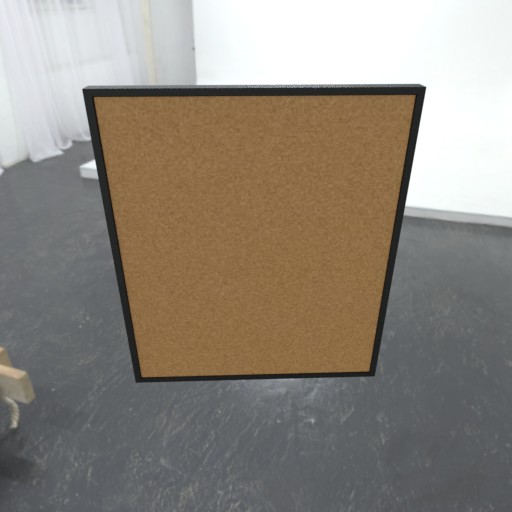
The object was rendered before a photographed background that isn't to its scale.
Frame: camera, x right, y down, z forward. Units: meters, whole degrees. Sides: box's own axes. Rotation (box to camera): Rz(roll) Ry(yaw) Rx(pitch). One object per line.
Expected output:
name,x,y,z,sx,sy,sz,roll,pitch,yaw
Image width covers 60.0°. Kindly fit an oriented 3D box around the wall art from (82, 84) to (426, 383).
wall art,0.000,0.000,0.527,0.330,0.381,0.019,-1,29,-2
